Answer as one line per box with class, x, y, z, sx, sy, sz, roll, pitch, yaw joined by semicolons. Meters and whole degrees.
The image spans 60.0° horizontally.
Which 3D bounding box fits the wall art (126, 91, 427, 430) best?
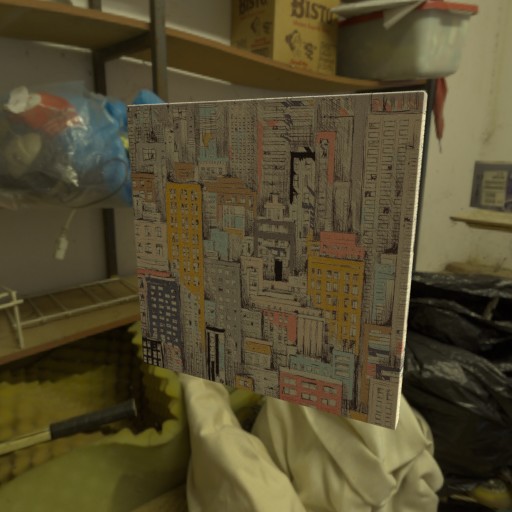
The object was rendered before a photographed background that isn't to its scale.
wall art;0.000;0.000;0.911;0.607;0.608;0.038;7;16;25
